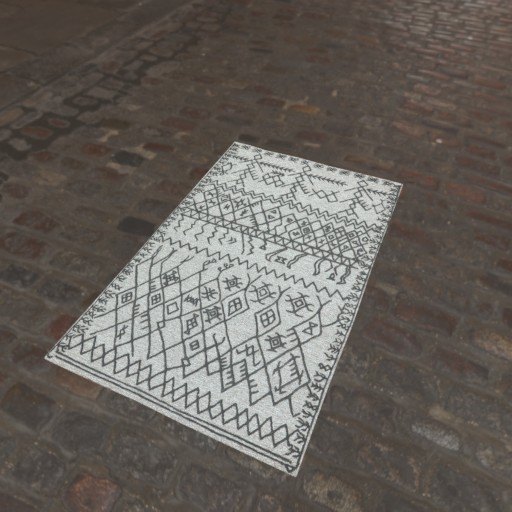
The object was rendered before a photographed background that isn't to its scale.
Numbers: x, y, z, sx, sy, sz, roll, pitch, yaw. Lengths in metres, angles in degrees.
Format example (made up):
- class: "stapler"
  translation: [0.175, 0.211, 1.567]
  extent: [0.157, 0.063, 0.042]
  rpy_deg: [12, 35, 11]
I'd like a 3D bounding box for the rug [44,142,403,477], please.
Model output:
- class: "rug"
  translation: [0.000, 0.000, 4.783]
  extent: [2.393, 0.019, 3.824]
  rpy_deg: [18, 49, 16]
